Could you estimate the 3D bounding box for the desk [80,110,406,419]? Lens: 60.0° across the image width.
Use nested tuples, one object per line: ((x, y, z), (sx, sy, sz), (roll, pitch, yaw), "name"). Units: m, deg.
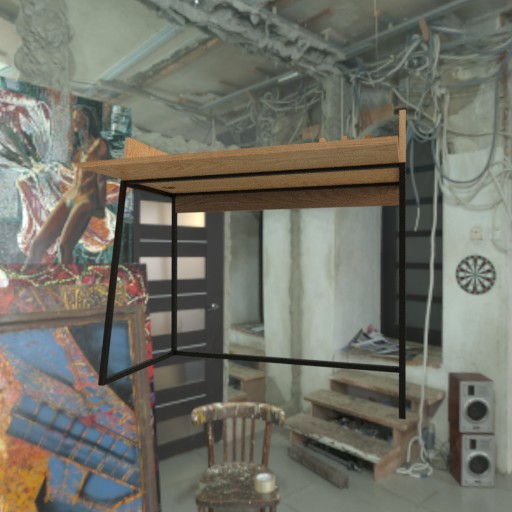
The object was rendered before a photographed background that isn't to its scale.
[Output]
((0.000, 0.000, 1.861), (1.191, 1.061, 0.769), (0, 0, 19), "desk")
